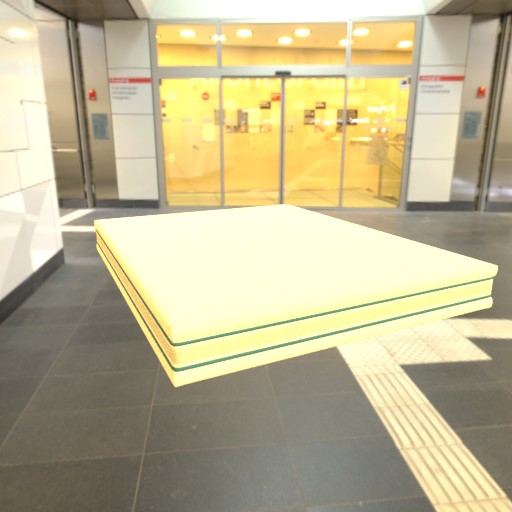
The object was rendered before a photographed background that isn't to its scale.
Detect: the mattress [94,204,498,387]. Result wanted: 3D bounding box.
[{"bbox_3d":[0.000,0.000,2.667,1.600,0.230,2.000,-8,18,-25],"label":"mattress"}]
